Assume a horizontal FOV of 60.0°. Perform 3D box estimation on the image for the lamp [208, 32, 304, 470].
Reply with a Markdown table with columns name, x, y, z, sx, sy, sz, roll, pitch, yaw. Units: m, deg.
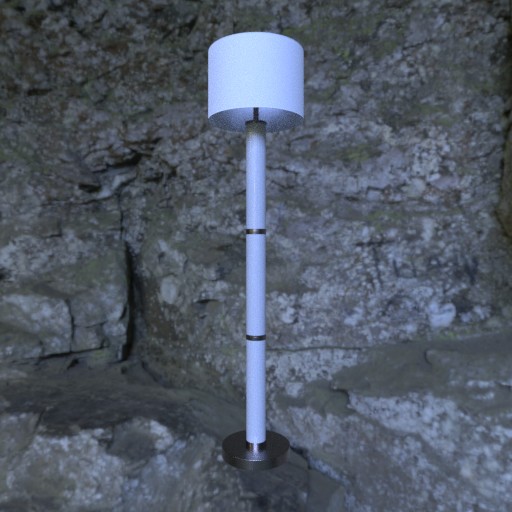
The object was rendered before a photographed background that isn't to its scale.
| name | x | y | z | sx | sy | sz | roll | pitch | yaw |
| --- | --- | --- | --- | --- | --- | --- | --- | --- | --- |
| lamp | 0.000 | 0.000 | 1.772 | 0.377 | 1.599 | 0.377 | 2 | 3 | 37 |
